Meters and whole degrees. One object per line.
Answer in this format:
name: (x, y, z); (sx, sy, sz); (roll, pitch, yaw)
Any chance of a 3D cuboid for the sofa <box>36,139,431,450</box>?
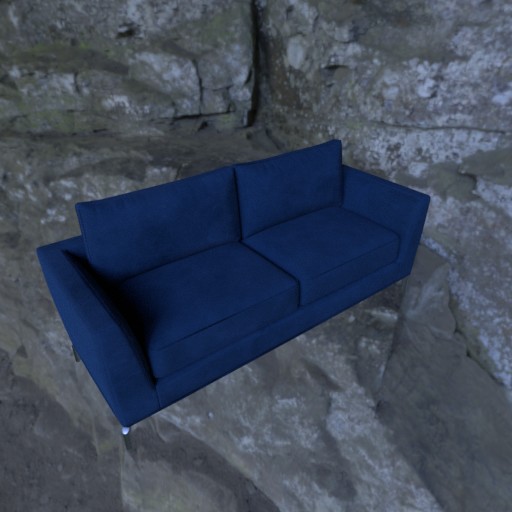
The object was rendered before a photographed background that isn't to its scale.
sofa: (0.000, 0.000, 2.679); (2.212, 0.998, 0.853); (-21, 37, -31)
